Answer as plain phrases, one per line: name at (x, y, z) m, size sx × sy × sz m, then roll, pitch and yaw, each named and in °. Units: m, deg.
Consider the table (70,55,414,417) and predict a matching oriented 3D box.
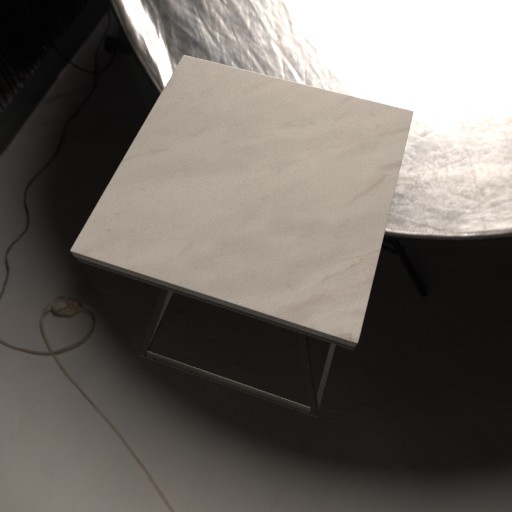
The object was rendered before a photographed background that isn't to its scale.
table at (0.000, 0.000, 0.916) m, size 0.455 × 0.559 × 0.455 m, roll 17°, pitch 66°, yaw 8°
